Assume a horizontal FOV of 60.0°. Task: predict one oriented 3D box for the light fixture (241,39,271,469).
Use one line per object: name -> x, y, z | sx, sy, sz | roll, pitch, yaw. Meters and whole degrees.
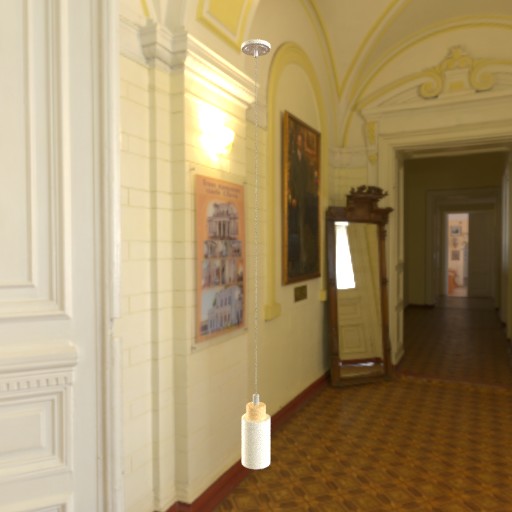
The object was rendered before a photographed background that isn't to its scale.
light fixture -> 0.000, 0.000, 1.916 | 0.125, 1.798, 0.125 | 0, 1, -19
